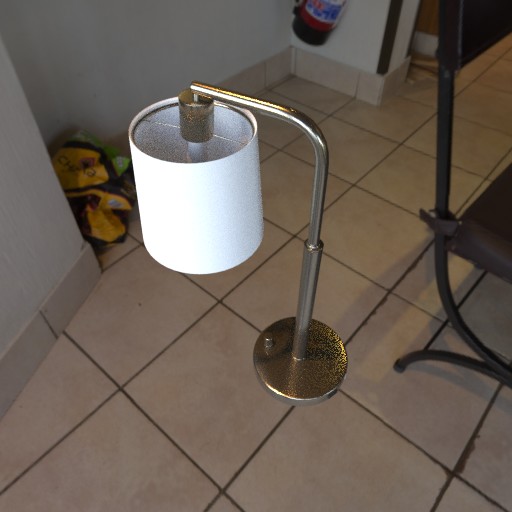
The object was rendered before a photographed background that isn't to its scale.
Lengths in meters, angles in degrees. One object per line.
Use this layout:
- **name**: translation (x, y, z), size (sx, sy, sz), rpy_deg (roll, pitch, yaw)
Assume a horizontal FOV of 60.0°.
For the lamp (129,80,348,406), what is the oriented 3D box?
- **lamp**: translation (0.000, 0.000, 0.633), size (0.333, 0.489, 0.171), rpy_deg (17, 49, 15)
